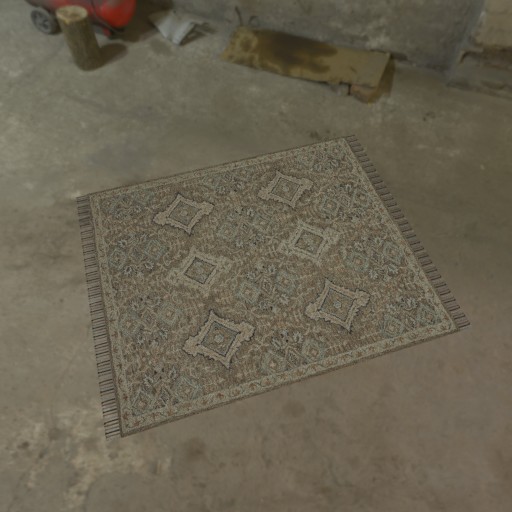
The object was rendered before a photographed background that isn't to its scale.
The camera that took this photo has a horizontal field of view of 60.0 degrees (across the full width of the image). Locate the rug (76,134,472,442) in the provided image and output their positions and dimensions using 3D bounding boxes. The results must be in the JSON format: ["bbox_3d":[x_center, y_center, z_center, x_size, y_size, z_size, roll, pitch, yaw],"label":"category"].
[{"bbox_3d":[0.000,0.000,4.108,3.056,0.010,2.437,-15,59,-9],"label":"rug"}]
